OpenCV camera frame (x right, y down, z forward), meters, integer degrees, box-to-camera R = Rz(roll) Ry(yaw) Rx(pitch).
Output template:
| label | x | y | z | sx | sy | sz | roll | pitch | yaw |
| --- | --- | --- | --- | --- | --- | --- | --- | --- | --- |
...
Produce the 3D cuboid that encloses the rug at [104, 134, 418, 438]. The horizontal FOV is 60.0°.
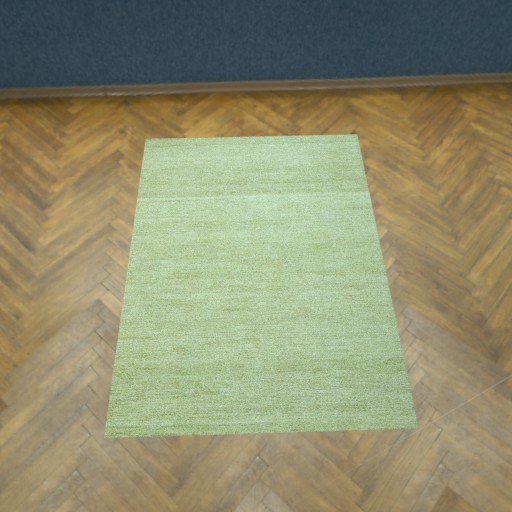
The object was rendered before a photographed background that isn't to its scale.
| label | x | y | z | sx | sy | sz | roll | pitch | yaw |
| --- | --- | --- | --- | --- | --- | --- | --- | --- | --- |
| rug | 0.000 | 0.000 | 4.247 | 2.425 | 0.016 | 3.198 | -1 | 59 | -1 |
